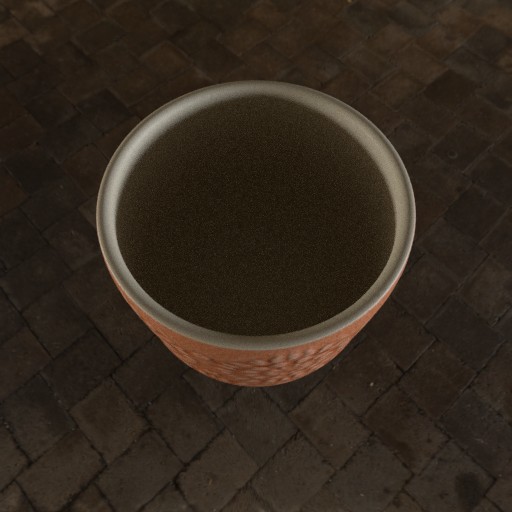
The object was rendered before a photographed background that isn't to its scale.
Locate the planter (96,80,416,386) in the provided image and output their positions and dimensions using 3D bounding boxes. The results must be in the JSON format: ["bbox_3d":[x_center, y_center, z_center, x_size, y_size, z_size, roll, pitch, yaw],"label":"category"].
[{"bbox_3d":[0.000,0.000,0.219,0.124,0.109,0.124,0,64,0],"label":"planter"}]
